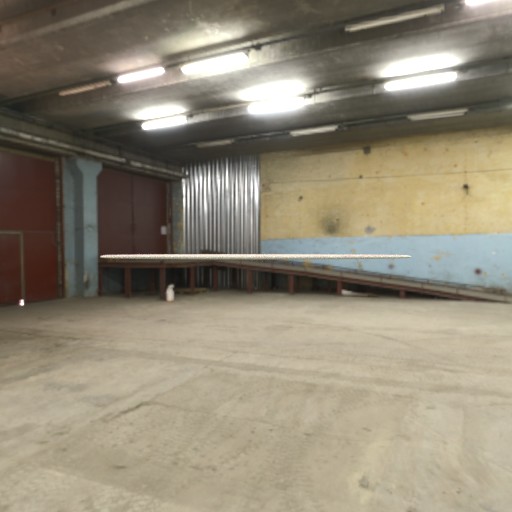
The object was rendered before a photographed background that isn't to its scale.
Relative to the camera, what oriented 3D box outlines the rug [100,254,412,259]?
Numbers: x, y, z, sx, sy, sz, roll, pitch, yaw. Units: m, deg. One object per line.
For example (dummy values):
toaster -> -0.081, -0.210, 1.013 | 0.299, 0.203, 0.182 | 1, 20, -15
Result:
rug -> 0.000, 0.000, 2.403 | 1.593, 0.012, 1.593 | 0, 0, 0
